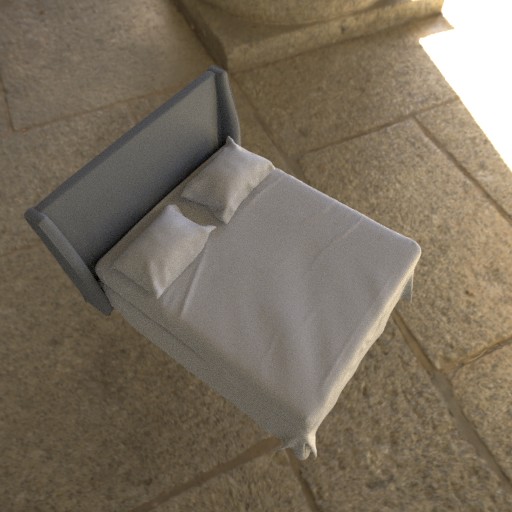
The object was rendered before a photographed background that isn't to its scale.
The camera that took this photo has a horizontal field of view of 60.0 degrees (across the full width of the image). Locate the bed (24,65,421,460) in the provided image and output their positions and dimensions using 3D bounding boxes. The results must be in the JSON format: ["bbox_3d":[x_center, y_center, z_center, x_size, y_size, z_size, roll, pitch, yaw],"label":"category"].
[{"bbox_3d":[0.000,0.000,3.378,2.276,1.332,1.925,32,63,18],"label":"bed"}]
